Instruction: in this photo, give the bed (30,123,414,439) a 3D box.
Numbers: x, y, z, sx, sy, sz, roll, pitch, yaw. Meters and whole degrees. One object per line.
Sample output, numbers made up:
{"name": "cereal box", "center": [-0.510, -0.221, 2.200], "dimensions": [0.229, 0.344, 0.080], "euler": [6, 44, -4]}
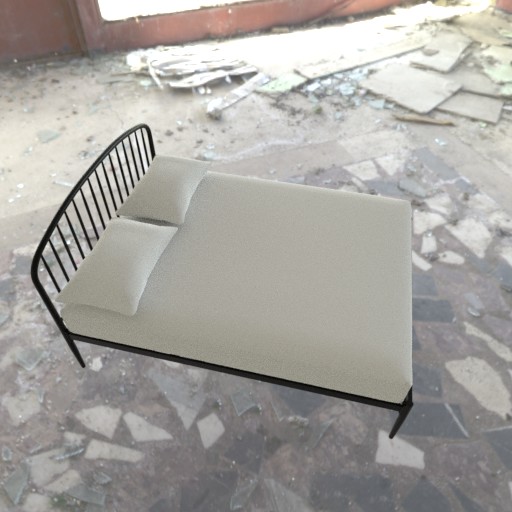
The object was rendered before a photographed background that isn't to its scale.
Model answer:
{"name": "bed", "center": [0.000, 0.000, 3.055], "dimensions": [2.159, 1.166, 1.618], "euler": [10, 47, 9]}
